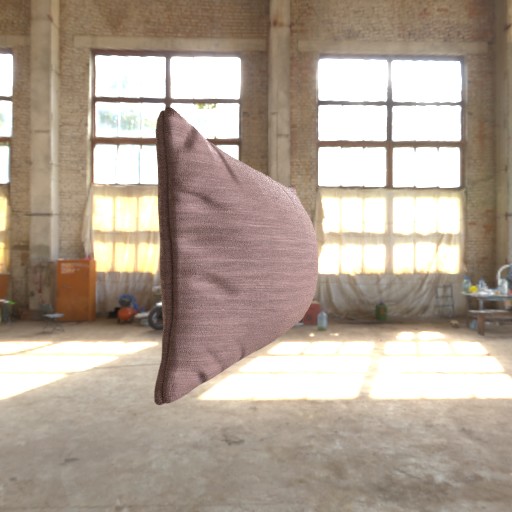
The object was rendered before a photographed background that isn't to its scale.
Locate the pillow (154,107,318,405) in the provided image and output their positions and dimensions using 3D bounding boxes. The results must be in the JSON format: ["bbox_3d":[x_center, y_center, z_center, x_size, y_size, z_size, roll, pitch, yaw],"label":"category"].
[{"bbox_3d":[0.000,0.000,0.792,0.210,0.338,0.633,0,0,18],"label":"pillow"}]
